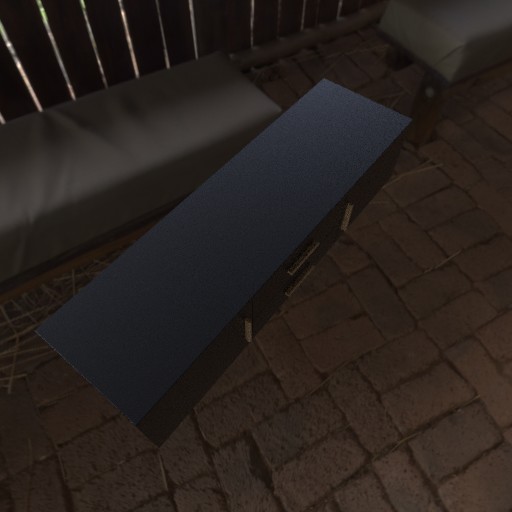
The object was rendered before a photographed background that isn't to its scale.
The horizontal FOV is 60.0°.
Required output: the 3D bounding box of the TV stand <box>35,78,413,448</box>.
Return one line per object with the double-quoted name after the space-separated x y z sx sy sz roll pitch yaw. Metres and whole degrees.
0.000 0.000 1.554 0.390 0.518 1.312 34 63 20 "TV stand"
